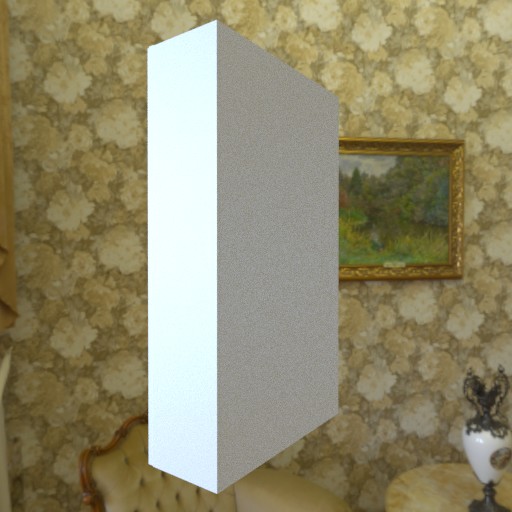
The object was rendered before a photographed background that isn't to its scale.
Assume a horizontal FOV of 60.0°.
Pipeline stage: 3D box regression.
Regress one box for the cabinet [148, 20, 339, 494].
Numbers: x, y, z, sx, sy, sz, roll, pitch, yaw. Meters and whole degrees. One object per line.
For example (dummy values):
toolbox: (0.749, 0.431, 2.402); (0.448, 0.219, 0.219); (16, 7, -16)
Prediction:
cabinet: (0.000, 0.000, 2.656); (0.480, 2.160, 1.250); (0, 1, 36)
